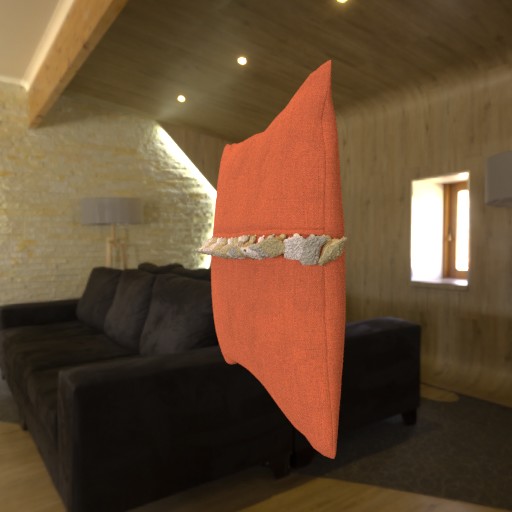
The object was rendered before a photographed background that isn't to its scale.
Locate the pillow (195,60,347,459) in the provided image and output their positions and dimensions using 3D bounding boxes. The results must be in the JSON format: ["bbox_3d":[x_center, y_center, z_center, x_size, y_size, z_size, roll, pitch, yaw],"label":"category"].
[{"bbox_3d":[0.000,0.000,0.745,0.165,0.482,0.490,0,1,-19],"label":"pillow"}]
